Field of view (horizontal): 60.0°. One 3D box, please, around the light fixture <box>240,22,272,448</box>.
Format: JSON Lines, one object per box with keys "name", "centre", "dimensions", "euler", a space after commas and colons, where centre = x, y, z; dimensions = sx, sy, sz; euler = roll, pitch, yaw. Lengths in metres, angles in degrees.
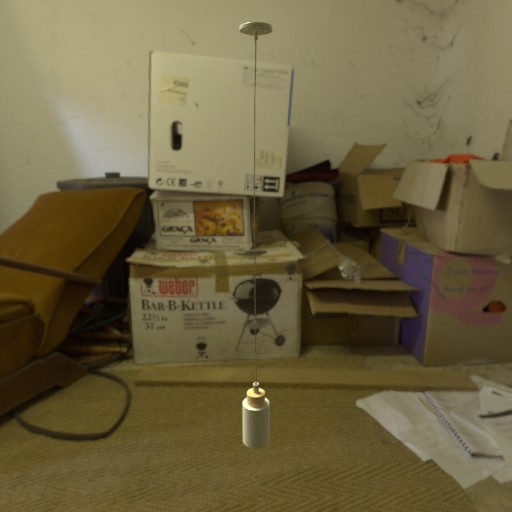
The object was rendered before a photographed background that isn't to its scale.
{"name": "light fixture", "centre": [0.000, 0.000, 1.898], "dimensions": [0.125, 1.798, 0.125], "euler": [-7, 15, -27]}
